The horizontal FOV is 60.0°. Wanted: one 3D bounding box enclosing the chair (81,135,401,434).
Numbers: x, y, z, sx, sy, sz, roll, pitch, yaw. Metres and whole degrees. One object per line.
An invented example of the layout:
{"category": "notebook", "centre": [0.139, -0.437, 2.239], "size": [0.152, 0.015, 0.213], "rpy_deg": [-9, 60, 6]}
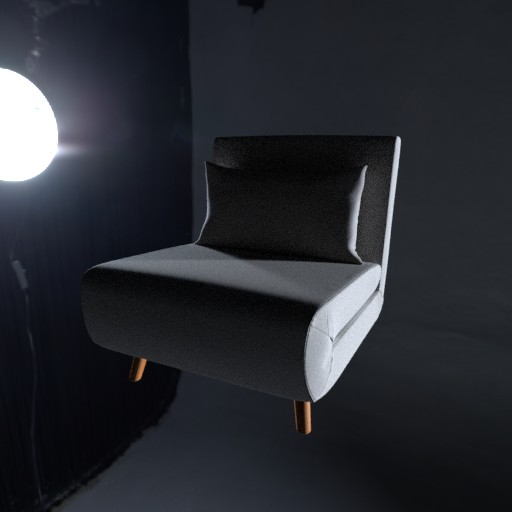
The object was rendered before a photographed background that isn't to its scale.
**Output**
{"category": "chair", "centre": [0.000, 0.000, 1.514], "size": [0.770, 0.808, 0.902], "rpy_deg": [7, 16, 26]}
